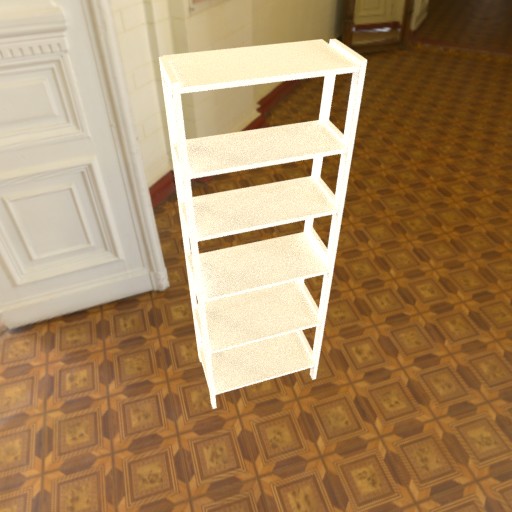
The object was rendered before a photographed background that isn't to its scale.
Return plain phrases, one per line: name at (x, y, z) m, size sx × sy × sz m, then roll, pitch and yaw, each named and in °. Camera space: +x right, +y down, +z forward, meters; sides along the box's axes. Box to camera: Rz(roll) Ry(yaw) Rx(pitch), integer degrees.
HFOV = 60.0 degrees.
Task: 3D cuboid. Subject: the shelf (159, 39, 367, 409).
shelf at (0.000, 0.000, 2.161) m, size 0.660 × 1.892 × 0.381 m, roll -12°, pitch 43°, yaw -13°
